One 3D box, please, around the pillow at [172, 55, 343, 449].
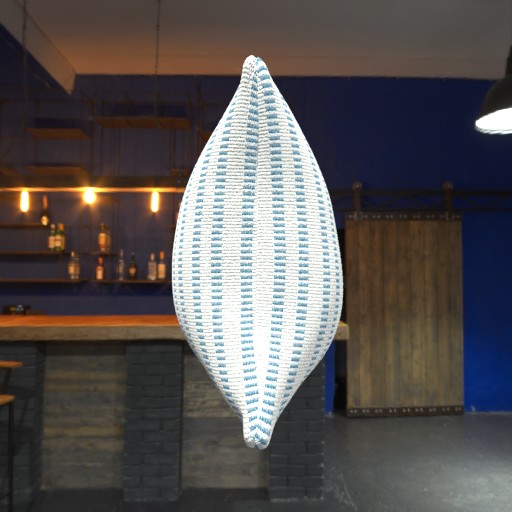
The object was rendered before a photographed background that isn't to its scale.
[{"bbox_3d":[0.000,0.000,0.680,0.247,0.419,0.438,0,-2,0],"label":"pillow"}]
